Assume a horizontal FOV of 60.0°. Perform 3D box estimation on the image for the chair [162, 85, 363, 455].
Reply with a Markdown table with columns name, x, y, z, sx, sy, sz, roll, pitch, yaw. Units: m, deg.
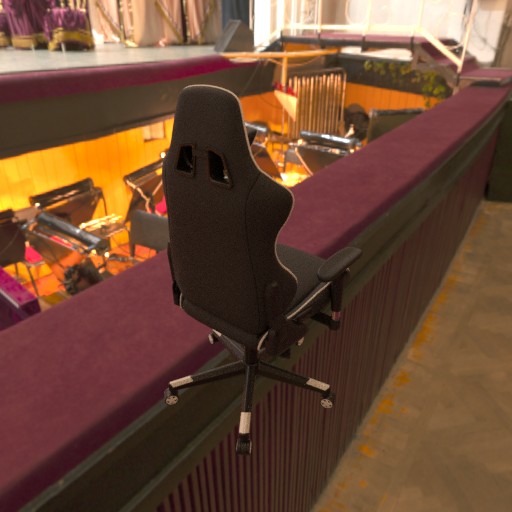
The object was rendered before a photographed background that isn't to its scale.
| name | x | y | z | sx | sy | sz | roll | pitch | yaw |
| --- | --- | --- | --- | --- | --- | --- | --- | --- | --- |
| chair | 0.000 | 0.000 | 1.653 | 0.700 | 1.240 | 0.700 | 21 | 35 | 33 |
